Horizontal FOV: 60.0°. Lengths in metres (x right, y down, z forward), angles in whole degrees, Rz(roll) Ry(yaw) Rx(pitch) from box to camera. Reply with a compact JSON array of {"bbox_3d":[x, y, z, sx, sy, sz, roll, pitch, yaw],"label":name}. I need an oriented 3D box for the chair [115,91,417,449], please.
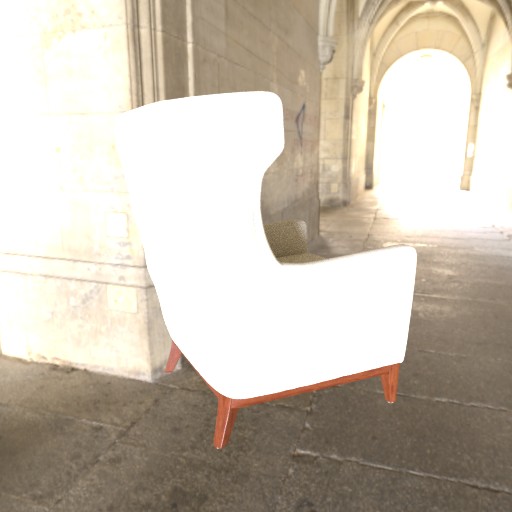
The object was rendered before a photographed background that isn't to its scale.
[{"bbox_3d":[0.000,0.000,1.659,0.899,1.079,0.778,-7,15,-27],"label":"chair"}]
